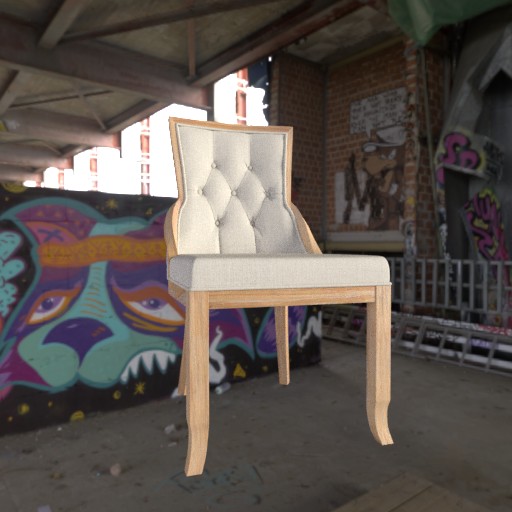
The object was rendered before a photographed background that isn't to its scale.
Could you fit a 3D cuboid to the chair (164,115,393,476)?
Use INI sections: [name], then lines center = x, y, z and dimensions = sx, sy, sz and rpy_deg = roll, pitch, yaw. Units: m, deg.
[chair]
center = 0.000, 0.000, 1.336
dimensions = 0.524, 0.947, 0.641
rpy_deg = 0, 1, -18
